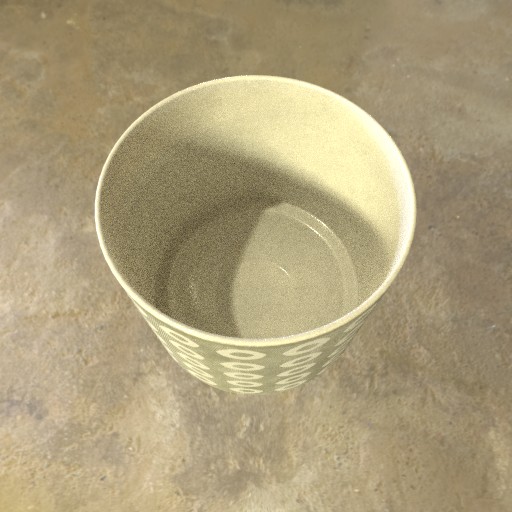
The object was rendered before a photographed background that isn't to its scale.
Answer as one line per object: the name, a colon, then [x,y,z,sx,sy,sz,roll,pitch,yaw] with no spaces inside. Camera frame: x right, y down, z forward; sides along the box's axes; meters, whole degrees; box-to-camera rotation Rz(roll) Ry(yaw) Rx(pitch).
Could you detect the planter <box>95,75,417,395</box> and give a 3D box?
planter: [0.000,0.000,0.454,0.250,0.239,0.250,0,63,0]
